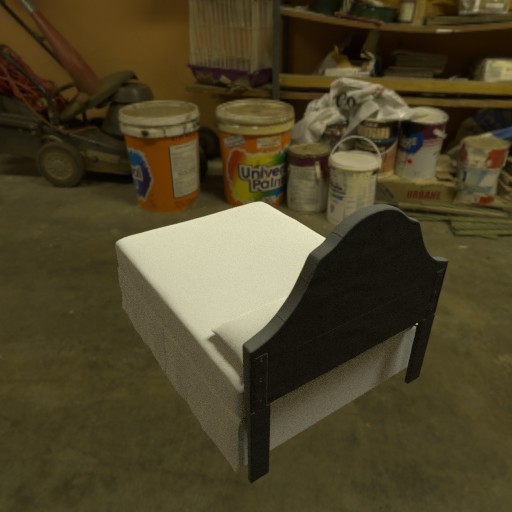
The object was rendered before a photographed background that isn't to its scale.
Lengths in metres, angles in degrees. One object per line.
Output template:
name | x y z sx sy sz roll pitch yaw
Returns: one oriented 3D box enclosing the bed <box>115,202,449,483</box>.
bed | 0.000 0.000 3.353 1.636 1.575 2.155 -19 35 -29
